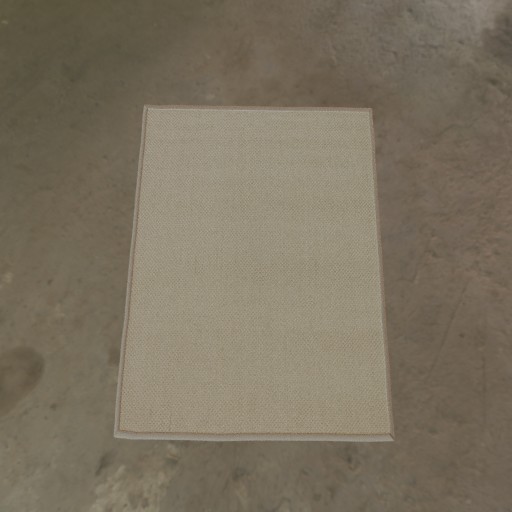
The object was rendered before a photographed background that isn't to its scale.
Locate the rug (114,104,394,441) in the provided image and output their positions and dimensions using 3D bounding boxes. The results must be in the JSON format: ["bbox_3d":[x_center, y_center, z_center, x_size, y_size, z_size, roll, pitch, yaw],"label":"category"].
[{"bbox_3d":[0.000,0.000,2.675,1.525,0.020,2.081,1,74,0],"label":"rug"}]
